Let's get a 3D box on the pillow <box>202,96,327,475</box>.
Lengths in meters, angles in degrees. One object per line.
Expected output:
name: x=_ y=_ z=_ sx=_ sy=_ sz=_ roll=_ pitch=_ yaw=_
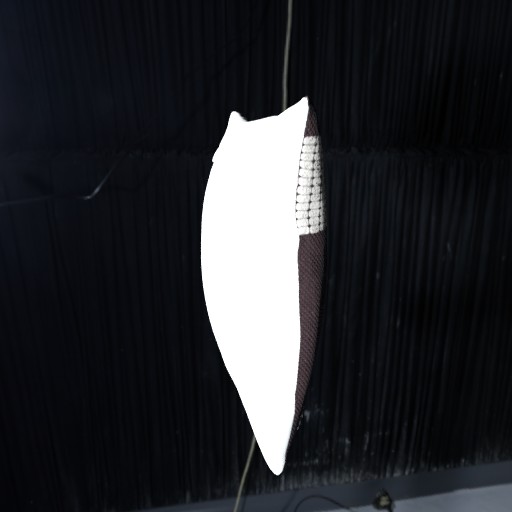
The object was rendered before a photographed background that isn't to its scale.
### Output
pillow: x=0.000 y=0.000 z=0.731 sx=0.178 sy=0.473 sz=0.475 roll=-3 pitch=17 yaw=-10
